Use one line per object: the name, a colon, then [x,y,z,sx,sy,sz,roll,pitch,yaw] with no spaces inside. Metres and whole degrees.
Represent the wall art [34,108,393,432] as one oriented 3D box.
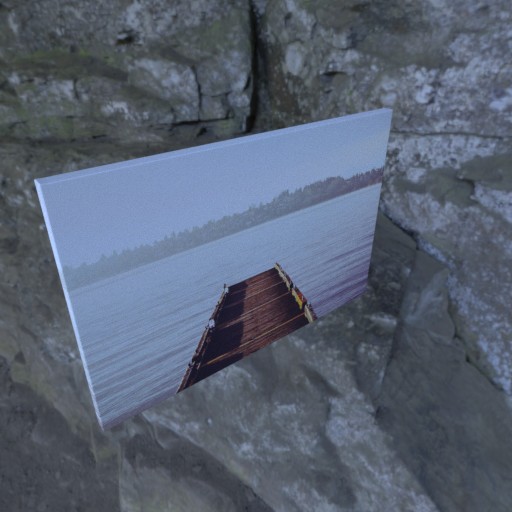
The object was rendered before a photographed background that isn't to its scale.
wall art: [0.000,0.000,1.414,1.149,0.765,0.040,-21,36,-32]
